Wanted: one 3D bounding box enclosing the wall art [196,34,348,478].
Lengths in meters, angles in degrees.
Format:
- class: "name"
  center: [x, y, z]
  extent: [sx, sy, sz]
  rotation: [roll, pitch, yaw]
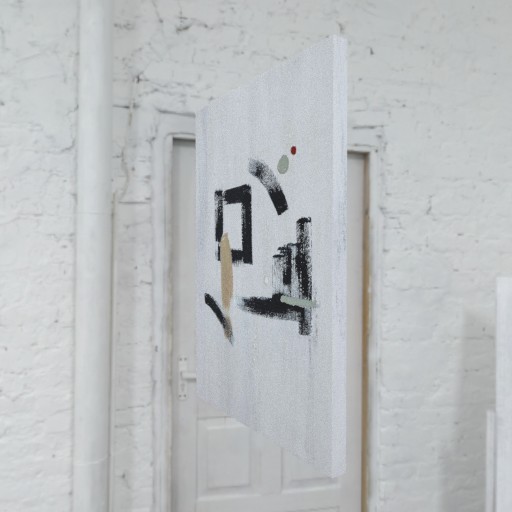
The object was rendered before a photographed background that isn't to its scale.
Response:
- class: "wall art"
  center: [0.000, 0.000, 1.181]
  extent: [0.043, 0.914, 0.624]
  rotation: [-1, 1, -34]
